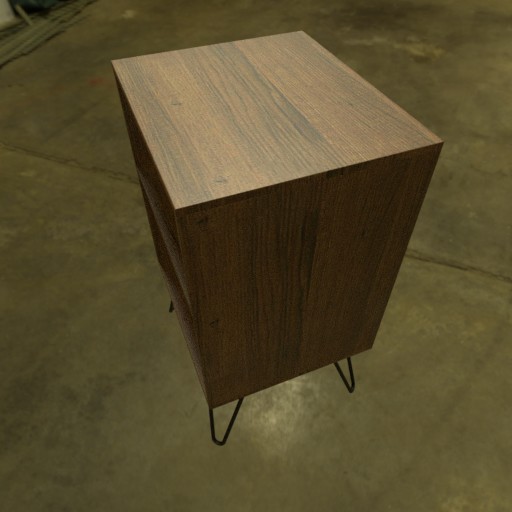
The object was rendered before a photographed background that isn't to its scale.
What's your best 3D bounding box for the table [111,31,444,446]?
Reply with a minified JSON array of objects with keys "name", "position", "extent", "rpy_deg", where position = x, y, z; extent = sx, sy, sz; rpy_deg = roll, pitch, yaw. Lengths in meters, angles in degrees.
[{"name":"table","position":[0.000,0.000,1.139],"extent":[0.457,0.866,0.526],"rpy_deg":[-16,49,-15]}]
